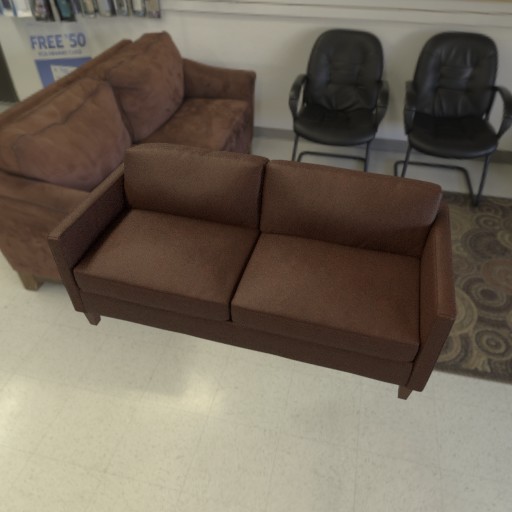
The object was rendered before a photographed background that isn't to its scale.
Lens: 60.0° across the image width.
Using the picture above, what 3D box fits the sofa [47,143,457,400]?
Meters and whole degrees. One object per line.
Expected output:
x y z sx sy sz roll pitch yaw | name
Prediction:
0.000 0.000 2.470 1.971 0.863 0.923 11 42 12 | sofa
